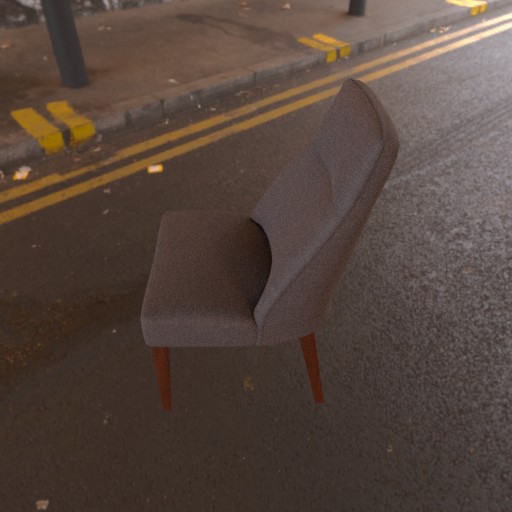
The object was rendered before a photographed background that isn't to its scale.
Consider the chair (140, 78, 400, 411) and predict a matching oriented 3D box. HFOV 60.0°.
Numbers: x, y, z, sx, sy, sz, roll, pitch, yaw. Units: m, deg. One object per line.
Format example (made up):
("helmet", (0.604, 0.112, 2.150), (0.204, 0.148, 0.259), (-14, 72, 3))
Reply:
("chair", (0.000, 0.000, 1.319), (0.620, 0.930, 0.500), (-1, 41, -1))
